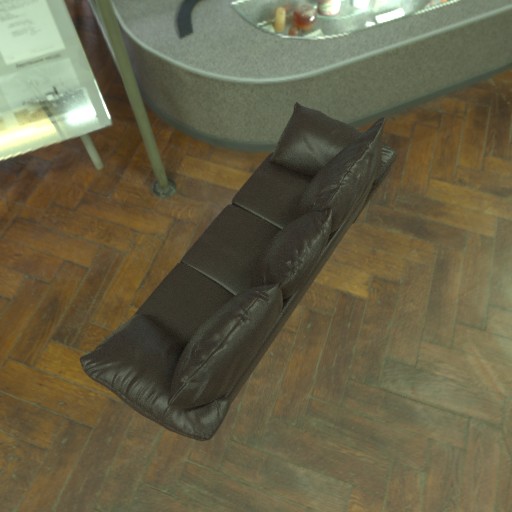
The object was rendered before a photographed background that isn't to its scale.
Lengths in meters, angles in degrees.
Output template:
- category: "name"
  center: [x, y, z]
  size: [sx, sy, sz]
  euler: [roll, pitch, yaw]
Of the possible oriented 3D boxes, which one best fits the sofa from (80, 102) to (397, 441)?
- category: "sofa"
  center: [0.000, 0.000, 2.938]
  size: [0.907, 1.091, 2.390]
  euler: [31, 66, 15]
